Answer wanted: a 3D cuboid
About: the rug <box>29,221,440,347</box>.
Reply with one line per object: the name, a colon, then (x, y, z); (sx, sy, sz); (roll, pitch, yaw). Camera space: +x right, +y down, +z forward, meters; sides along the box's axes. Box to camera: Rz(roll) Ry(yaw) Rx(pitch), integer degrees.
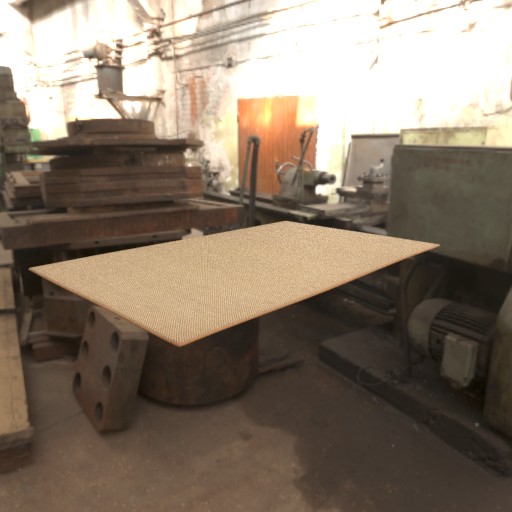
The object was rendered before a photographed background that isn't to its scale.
rug: (0.000, 0.000, 2.097); (1.078, 0.013, 1.678); (13, 19, 43)
